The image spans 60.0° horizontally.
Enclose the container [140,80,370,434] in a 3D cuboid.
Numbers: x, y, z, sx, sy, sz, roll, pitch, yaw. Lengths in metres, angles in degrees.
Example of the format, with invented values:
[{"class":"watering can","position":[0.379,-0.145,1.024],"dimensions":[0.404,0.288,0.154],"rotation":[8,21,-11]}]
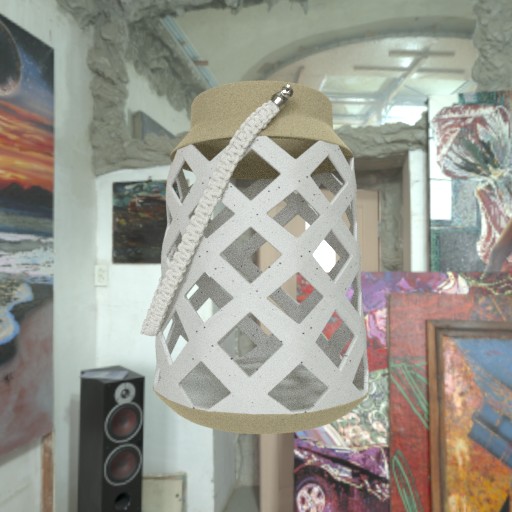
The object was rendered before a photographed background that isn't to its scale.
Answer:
[{"class":"container","position":[0.000,0.000,0.341],"dimensions":[0.172,0.229,0.163],"rotation":[0,-1,-17]}]
